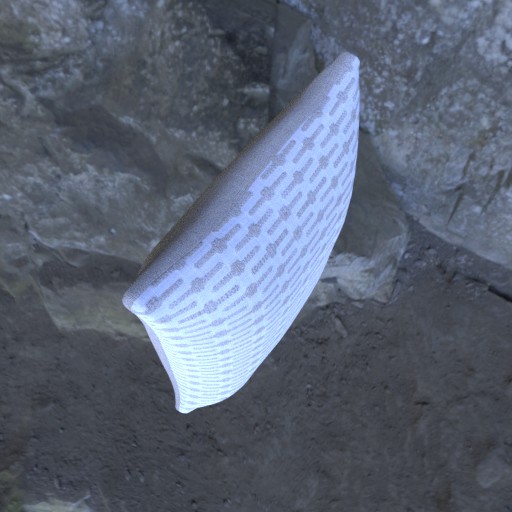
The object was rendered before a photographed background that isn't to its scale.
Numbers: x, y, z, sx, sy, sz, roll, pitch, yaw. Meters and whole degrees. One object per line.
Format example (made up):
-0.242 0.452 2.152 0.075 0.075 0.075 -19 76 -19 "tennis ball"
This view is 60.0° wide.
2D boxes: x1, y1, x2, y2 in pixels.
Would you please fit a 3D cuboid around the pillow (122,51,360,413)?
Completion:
0.000 0.000 0.752 0.219 0.491 0.496 28 62 17 "pillow"
